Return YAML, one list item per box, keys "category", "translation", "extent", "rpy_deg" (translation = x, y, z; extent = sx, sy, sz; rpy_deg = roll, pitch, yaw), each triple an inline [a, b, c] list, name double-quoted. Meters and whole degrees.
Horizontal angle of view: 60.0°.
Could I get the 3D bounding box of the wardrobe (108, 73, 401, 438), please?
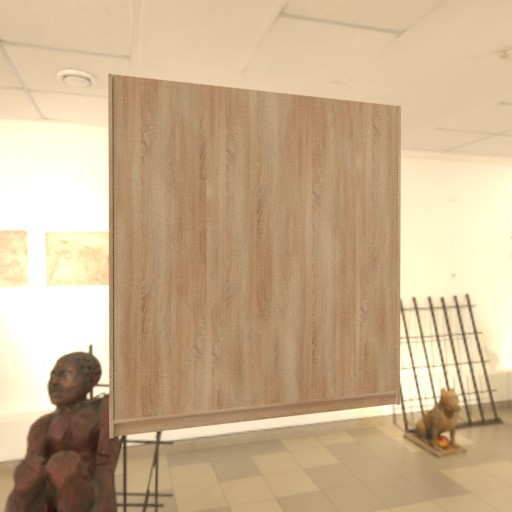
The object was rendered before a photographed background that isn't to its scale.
- category: "wardrobe"
  translation: [0.000, 0.000, 3.192]
  extent: [1.998, 2.159, 0.598]
  rpy_deg: [0, 1, -17]
